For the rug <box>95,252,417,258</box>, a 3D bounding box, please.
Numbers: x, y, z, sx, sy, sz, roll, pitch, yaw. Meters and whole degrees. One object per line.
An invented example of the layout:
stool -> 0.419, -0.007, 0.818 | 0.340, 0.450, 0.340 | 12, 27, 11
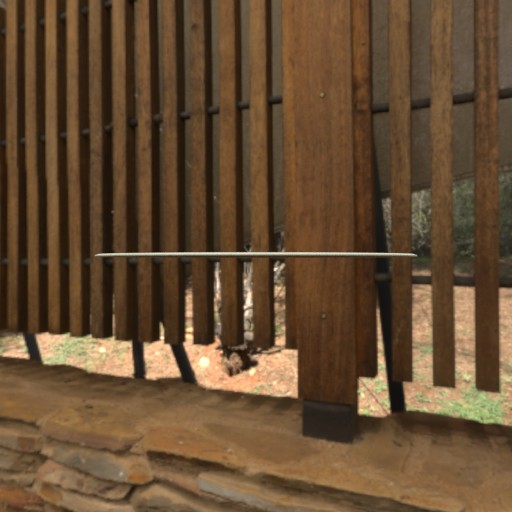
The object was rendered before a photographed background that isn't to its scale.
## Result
rug -> 0.000, 0.000, 2.329 | 1.593, 0.012, 1.593 | 0, 0, 0
